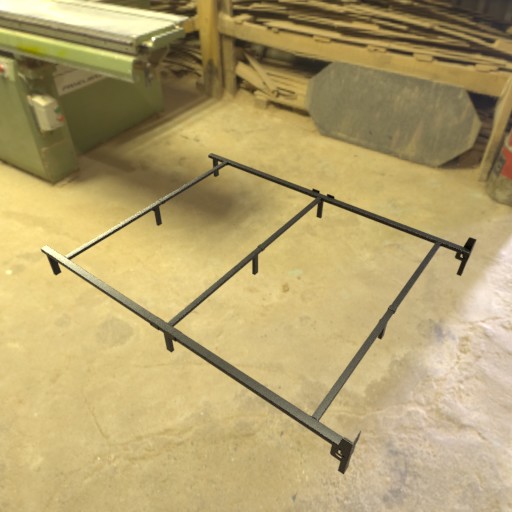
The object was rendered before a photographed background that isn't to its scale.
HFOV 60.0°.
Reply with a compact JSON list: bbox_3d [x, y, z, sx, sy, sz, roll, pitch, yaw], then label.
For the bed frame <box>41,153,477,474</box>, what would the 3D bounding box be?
[{"bbox_3d":[0.000,0.000,2.578,1.990,0.248,1.498,26,46,27],"label":"bed frame"}]
